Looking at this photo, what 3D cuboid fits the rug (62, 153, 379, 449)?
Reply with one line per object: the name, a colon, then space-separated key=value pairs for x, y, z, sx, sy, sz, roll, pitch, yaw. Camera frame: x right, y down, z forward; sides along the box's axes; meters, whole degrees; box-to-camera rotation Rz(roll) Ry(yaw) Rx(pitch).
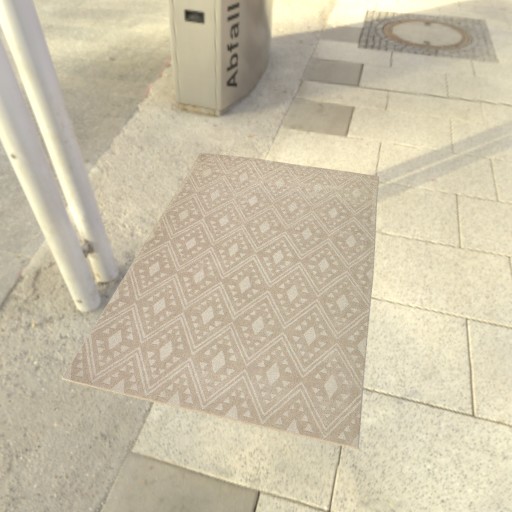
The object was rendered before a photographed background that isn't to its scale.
rug: x=0.000 y=0.000 z=2.399 sx=1.252 sy=0.034 sz=1.829 roll=10 pitch=46 yaw=10
